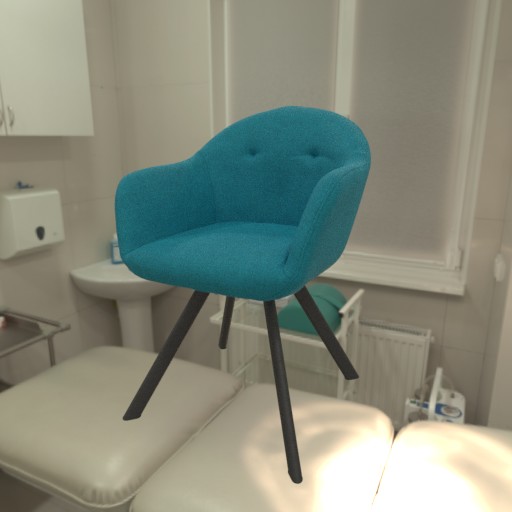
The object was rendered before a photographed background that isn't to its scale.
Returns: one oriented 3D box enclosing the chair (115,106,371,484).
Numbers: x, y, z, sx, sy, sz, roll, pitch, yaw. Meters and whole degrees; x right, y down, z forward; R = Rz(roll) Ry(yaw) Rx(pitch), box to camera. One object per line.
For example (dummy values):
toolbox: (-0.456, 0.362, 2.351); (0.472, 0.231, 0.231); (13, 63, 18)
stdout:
chair: (0.000, 0.000, 1.155); (0.545, 0.775, 0.565); (7, 17, 26)
